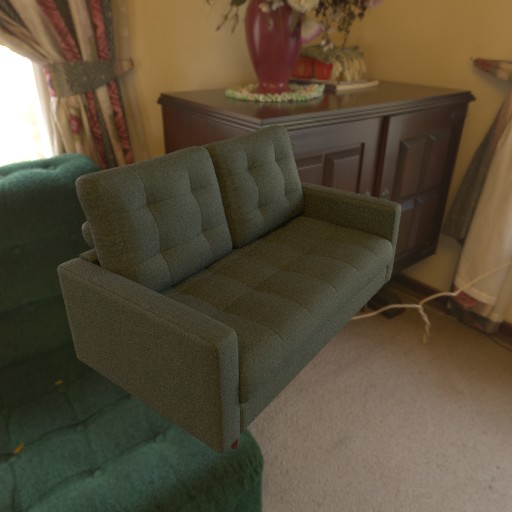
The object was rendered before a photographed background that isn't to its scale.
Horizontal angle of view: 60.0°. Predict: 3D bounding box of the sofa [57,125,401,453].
[{"bbox_3d":[0.000,0.000,1.955,0.842,0.907,1.407,19,32,32],"label":"sofa"}]
